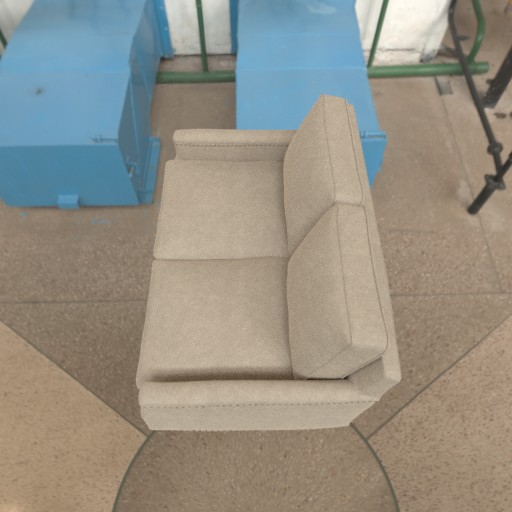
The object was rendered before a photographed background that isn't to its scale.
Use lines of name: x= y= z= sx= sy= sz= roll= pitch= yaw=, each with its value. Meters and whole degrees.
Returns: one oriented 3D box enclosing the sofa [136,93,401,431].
sofa: x=0.000 y=0.000 z=2.301 sx=1.084 sy=1.002 sz=1.597 roll=0 pitch=58 yaw=0
